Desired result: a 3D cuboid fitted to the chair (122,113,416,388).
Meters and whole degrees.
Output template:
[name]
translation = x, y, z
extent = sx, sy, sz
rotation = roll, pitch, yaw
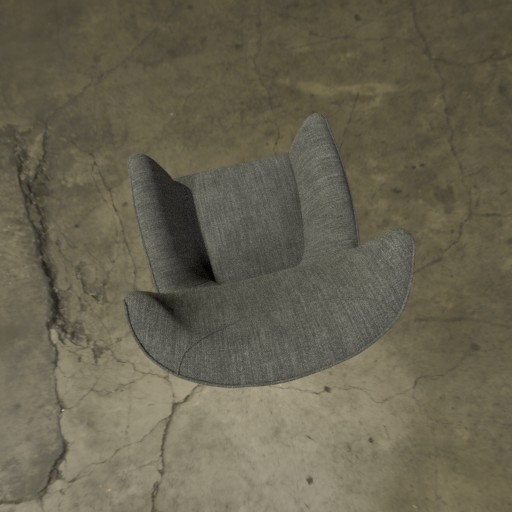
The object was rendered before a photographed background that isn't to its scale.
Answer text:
[chair]
translation = 0.000, 0.000, 1.628
extent = 0.781, 0.933, 0.888
rotation = -14, 76, -4
